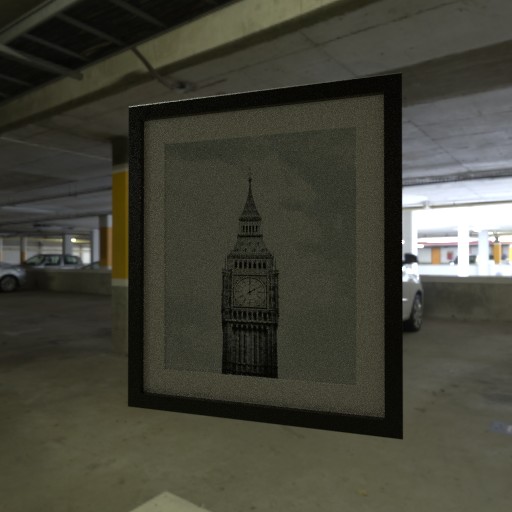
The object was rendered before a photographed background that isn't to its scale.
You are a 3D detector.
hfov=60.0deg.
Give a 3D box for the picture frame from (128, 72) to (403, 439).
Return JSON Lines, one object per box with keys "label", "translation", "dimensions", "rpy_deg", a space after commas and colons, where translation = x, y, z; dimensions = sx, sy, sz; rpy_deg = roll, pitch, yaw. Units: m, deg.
{"label": "picture frame", "translation": [0.000, 0.000, 0.523], "dimensions": [0.328, 0.378, 0.034], "rpy_deg": [0, -1, 18]}
